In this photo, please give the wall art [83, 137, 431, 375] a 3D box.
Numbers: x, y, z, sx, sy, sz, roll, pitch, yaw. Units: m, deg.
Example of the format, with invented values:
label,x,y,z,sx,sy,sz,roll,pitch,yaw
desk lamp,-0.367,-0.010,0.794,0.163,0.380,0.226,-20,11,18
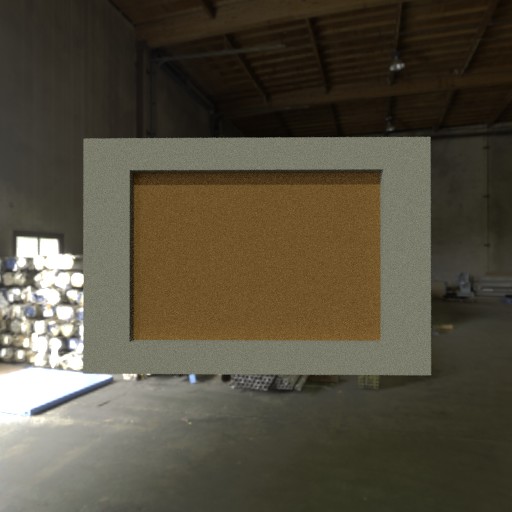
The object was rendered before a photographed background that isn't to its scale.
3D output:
label,x,y,z,sx,sy,sz,roll,pitch,yaw
wall art,0.000,0.000,1.171,0.906,0.617,0.033,0,0,1
